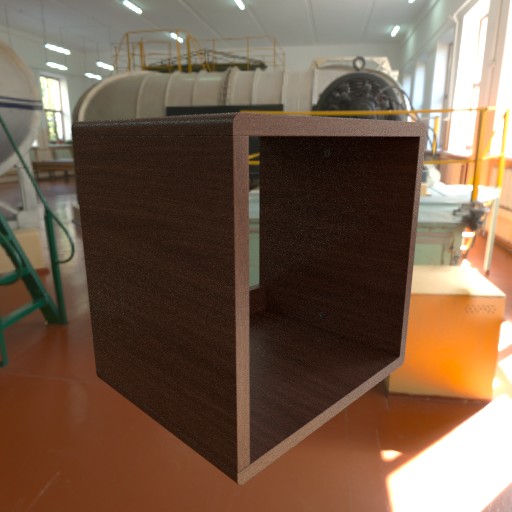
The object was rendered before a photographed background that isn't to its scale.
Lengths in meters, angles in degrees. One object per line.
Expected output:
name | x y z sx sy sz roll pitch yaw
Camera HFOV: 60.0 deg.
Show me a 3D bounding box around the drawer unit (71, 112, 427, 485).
drawer unit | 0.000 0.000 0.607 0.290 0.351 0.349 14 20 42
